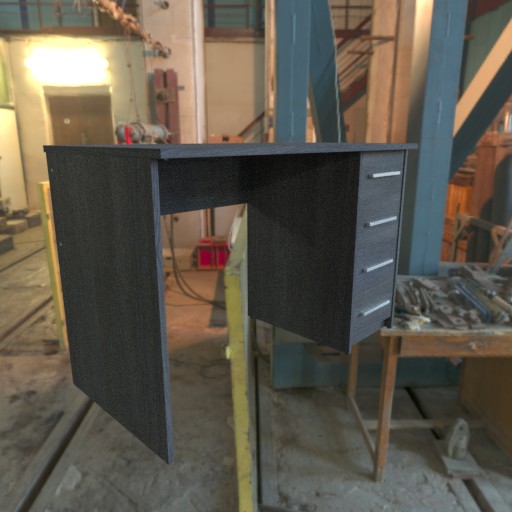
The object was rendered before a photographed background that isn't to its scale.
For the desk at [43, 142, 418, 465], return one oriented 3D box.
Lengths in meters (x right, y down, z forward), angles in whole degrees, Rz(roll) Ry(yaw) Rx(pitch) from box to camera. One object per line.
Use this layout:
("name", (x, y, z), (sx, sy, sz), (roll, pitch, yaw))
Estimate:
("desk", (0.000, 0.000, 1.493), (0.560, 0.730, 1.096), (14, 20, 42))
